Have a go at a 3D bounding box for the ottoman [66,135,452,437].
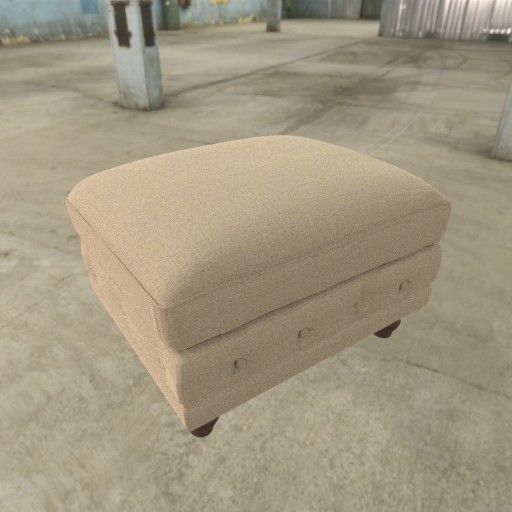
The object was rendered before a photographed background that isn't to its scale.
[{"bbox_3d":[0.000,0.000,1.030,0.684,0.463,0.541,-19,35,-29],"label":"ottoman"}]
